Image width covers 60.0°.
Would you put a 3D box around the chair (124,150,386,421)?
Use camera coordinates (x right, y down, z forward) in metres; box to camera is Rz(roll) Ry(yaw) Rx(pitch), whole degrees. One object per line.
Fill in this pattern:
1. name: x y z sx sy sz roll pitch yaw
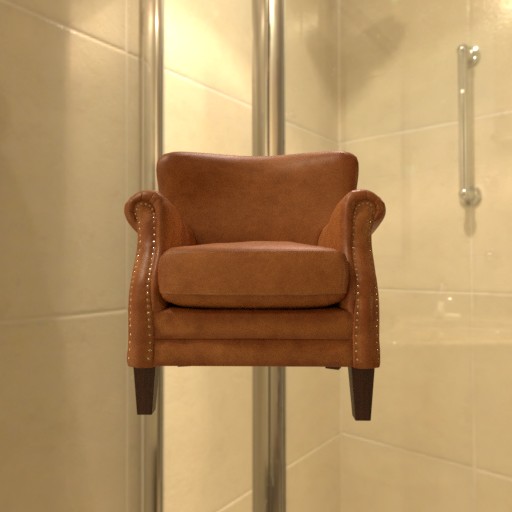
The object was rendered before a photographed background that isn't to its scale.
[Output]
1. chair: 0.000 0.000 1.652 0.861 0.936 0.921 0 -1 1
